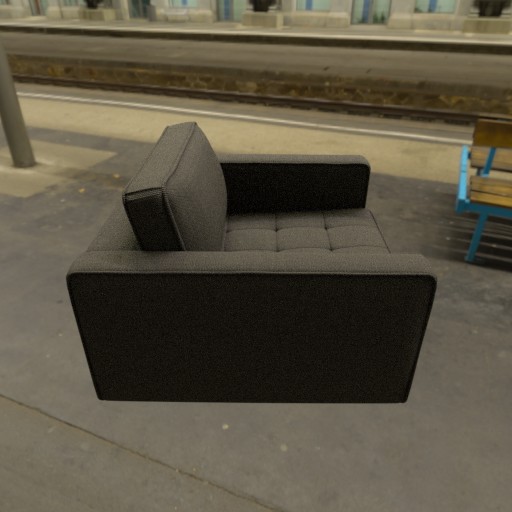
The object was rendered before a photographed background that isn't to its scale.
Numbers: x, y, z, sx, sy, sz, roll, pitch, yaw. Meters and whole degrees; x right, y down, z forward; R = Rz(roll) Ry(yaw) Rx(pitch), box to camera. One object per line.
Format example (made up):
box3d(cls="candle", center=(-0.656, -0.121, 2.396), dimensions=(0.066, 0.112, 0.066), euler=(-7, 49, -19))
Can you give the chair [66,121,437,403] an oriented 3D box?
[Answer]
box3d(cls="chair", center=(0.000, 0.000, 1.527), dimensions=(0.919, 0.770, 0.899), euler=(0, 31, 1))
